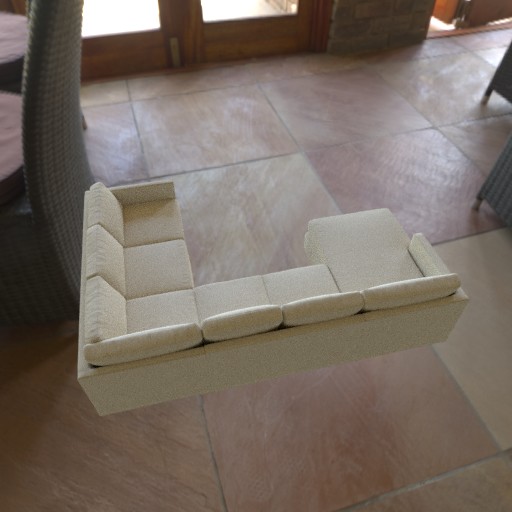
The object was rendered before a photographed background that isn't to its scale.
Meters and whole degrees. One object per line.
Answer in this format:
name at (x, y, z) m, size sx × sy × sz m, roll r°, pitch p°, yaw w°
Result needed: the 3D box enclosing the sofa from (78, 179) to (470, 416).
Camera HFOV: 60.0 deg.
sofa at (0.000, 0.000, 4.711) m, size 3.464 × 0.882 × 2.448 m, roll -10°, pitch 48°, yaw -9°
